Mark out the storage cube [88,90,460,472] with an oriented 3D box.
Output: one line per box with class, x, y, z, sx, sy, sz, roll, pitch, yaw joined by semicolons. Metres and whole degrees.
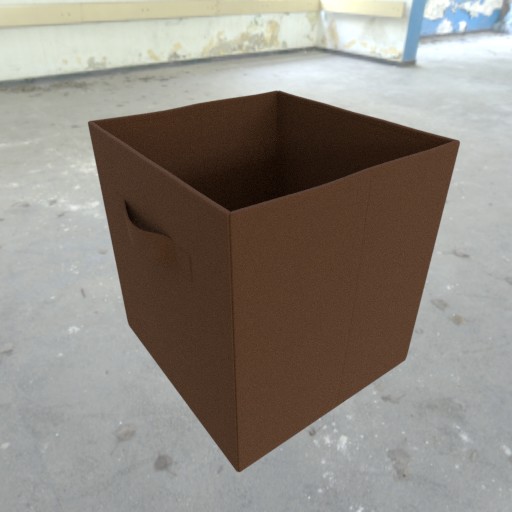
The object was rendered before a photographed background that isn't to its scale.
storage cube;0.000;0.000;0.498;0.270;0.280;0.270;-21;38;-30
